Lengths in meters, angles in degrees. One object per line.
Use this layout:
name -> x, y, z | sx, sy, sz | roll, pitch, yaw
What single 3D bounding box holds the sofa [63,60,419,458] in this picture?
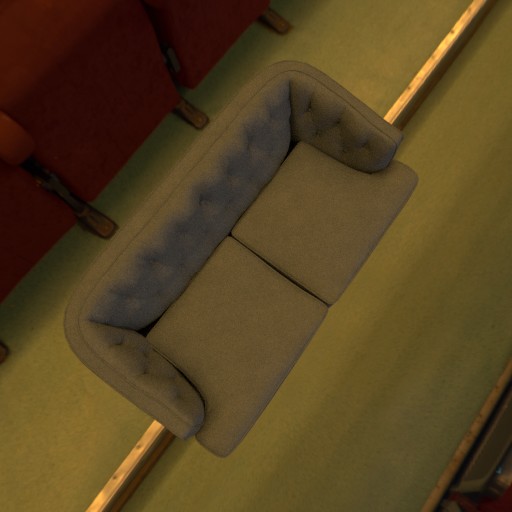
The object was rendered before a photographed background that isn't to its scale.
sofa -> 0.000, 0.000, 2.250 | 0.941, 0.855, 1.733 | 35, 78, 9
